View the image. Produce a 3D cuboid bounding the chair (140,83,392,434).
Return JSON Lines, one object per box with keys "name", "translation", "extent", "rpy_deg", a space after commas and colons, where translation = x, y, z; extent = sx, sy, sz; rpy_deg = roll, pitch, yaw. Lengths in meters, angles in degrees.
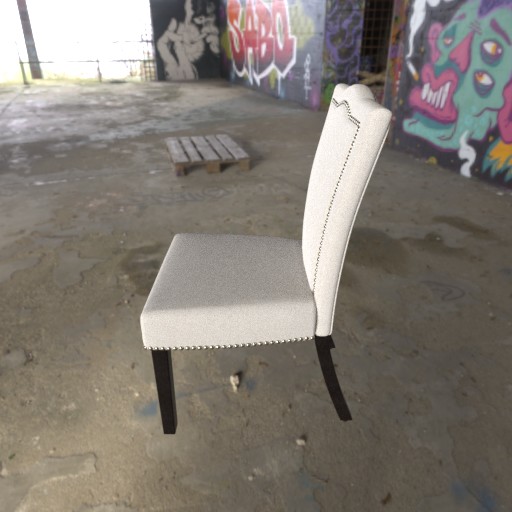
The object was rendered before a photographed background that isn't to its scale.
{"name": "chair", "translation": [0.000, 0.000, 1.303], "extent": [0.589, 0.946, 0.518], "rpy_deg": [0, 27, 1]}
